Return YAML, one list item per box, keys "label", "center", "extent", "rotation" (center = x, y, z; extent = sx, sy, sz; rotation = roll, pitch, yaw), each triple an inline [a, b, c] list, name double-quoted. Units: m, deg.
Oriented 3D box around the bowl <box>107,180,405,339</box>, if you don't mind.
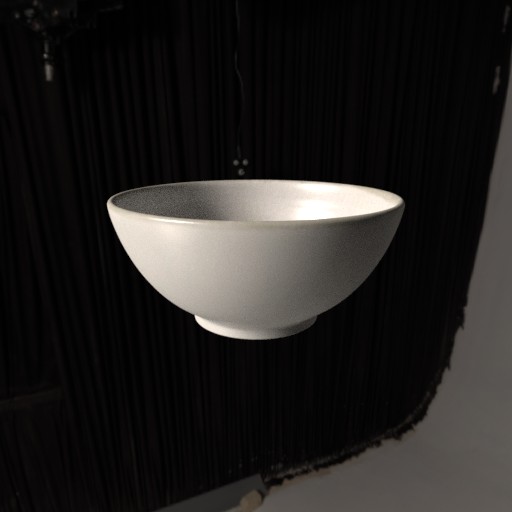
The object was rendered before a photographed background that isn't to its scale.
- label: "bowl"
  center: [0.000, 0.000, 0.435]
  extent: [0.268, 0.121, 0.268]
  rotation: [0, 16, 0]
